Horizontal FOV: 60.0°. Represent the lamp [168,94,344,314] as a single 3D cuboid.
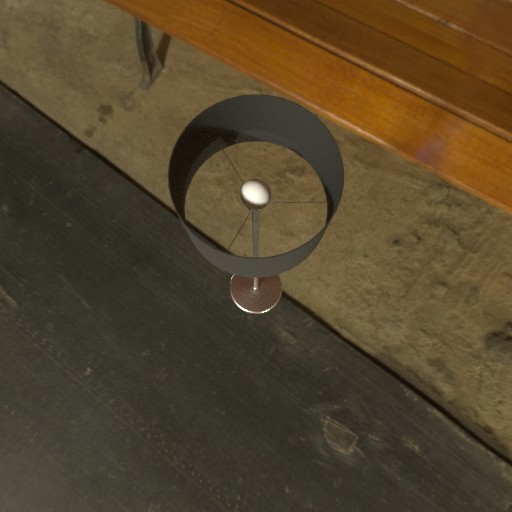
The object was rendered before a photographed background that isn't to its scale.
[{"bbox_3d":[0.000,0.000,1.576,0.348,1.443,0.348,-1,77,0],"label":"lamp"}]
